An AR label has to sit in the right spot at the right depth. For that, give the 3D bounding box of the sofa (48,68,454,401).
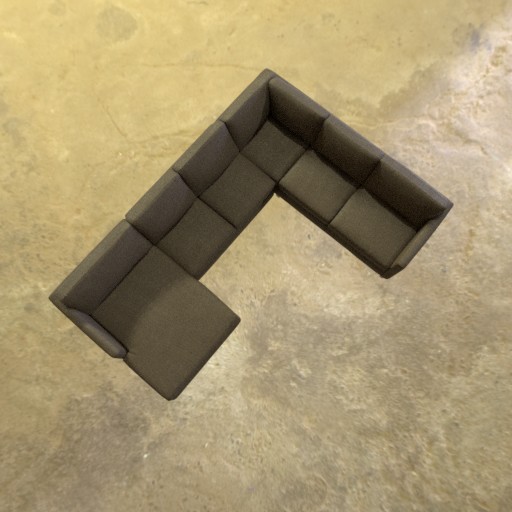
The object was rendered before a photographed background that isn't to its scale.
[{"bbox_3d":[0.000,0.000,4.756,2.594,0.961,3.460,39,80,8],"label":"sofa"}]
